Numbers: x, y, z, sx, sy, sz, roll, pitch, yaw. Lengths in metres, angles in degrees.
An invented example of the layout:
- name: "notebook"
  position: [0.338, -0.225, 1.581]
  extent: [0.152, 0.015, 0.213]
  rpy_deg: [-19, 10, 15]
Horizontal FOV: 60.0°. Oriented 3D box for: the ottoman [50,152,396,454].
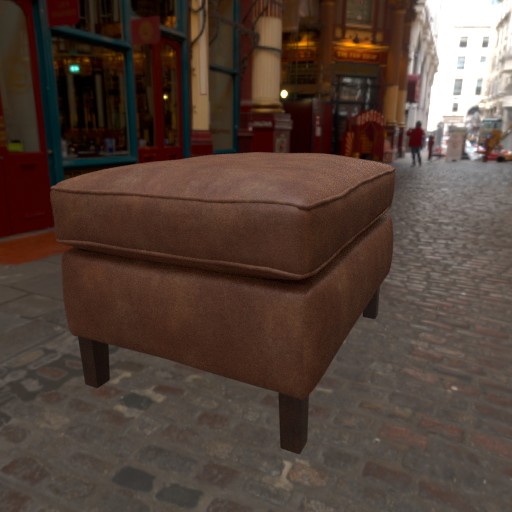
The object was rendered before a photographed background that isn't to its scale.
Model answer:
- name: "ottoman"
  position: [0.000, 0.000, 0.959]
  extent: [0.501, 0.418, 0.665]
  rpy_deg: [8, 18, 25]
